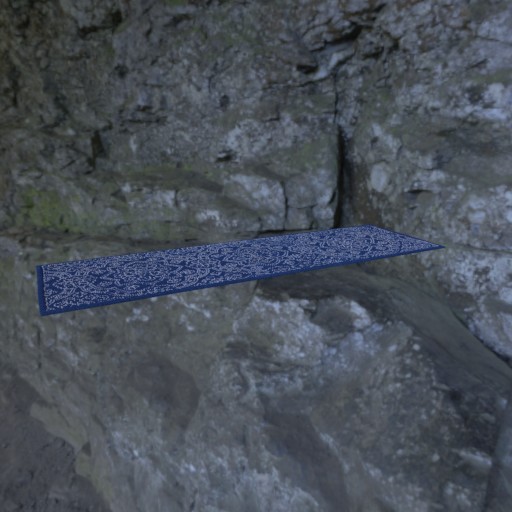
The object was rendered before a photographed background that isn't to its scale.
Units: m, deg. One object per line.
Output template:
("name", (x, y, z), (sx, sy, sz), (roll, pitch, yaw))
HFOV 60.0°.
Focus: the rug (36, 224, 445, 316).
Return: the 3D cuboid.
("rug", (0.000, 0.000, 2.743), (2.448, 0.012, 0.769), (-8, 18, -25))
